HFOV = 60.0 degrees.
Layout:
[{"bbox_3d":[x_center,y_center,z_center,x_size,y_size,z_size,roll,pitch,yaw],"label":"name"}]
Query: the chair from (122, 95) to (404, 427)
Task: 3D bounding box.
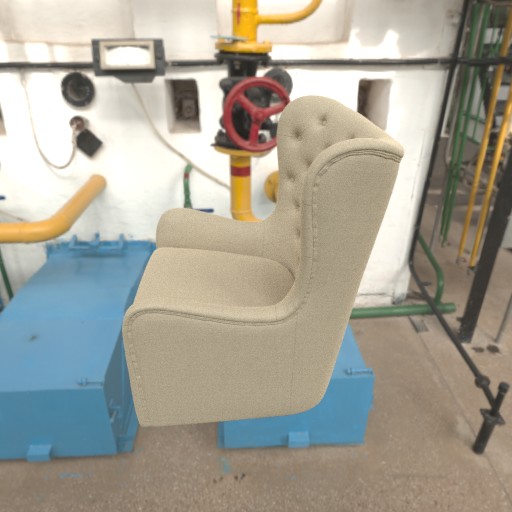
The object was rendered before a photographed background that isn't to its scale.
[{"bbox_3d":[0.000,0.000,1.727,0.929,1.079,0.831,-1,28,-2],"label":"chair"}]
